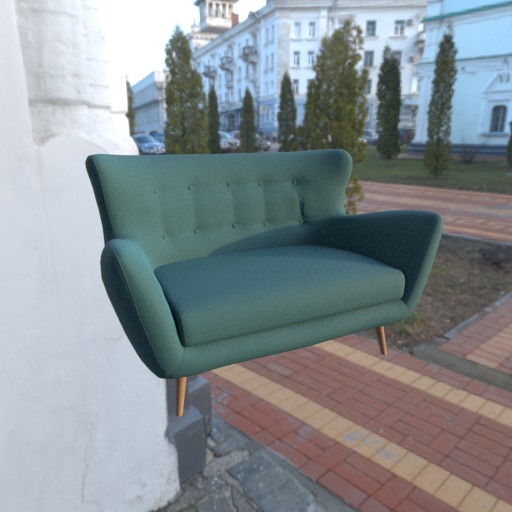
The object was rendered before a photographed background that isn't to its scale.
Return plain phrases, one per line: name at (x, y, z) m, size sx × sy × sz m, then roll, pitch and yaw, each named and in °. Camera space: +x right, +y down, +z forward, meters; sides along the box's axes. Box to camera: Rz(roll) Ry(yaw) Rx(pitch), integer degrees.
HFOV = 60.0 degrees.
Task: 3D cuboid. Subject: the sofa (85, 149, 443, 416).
sofa at (0.000, 0.000, 1.971) m, size 1.397 × 0.889 × 0.889 m, roll -8°, pitch 17°, yaw -27°
